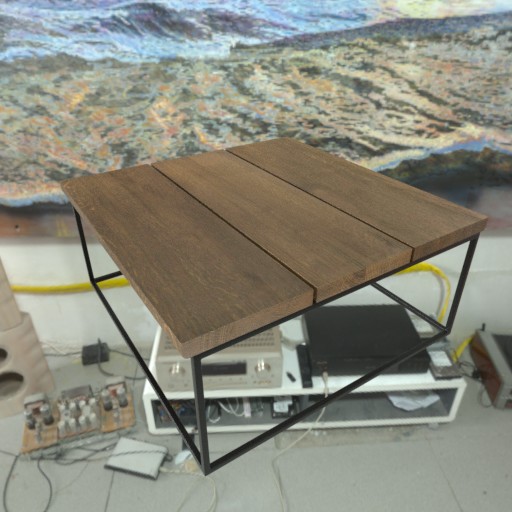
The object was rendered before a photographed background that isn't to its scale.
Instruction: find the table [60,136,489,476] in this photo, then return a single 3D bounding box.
[{"bbox_3d":[0.000,0.000,1.399,0.900,0.400,0.900,-19,36,-28],"label":"table"}]
